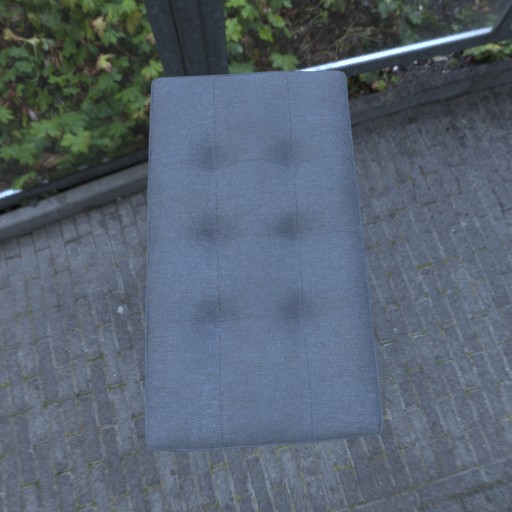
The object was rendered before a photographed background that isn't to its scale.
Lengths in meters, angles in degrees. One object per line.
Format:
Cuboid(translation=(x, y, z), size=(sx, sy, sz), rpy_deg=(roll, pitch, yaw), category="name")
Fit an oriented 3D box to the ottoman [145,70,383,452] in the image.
Cuboid(translation=(0.000, 0.000, 1.482), size=(0.648, 0.514, 1.143), rpy_deg=(-2, 75, -1), category="ottoman")
